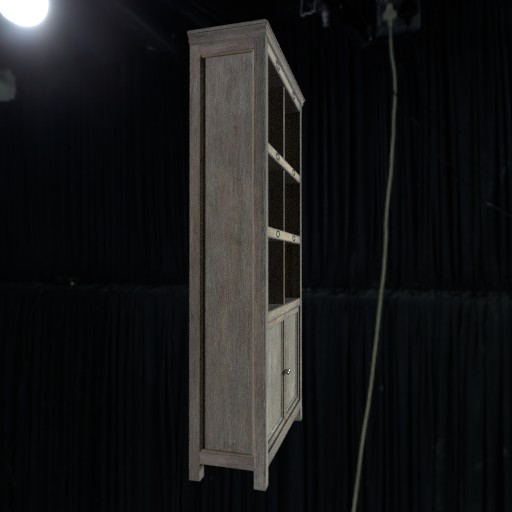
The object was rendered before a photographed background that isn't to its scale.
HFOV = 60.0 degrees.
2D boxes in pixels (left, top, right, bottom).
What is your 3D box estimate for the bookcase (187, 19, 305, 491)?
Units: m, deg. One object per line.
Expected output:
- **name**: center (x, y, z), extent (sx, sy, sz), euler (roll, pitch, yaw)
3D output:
- **bookcase**: center (0.000, 0.000, 2.226), extent (0.348, 1.880, 0.906), euler (0, -1, 16)
